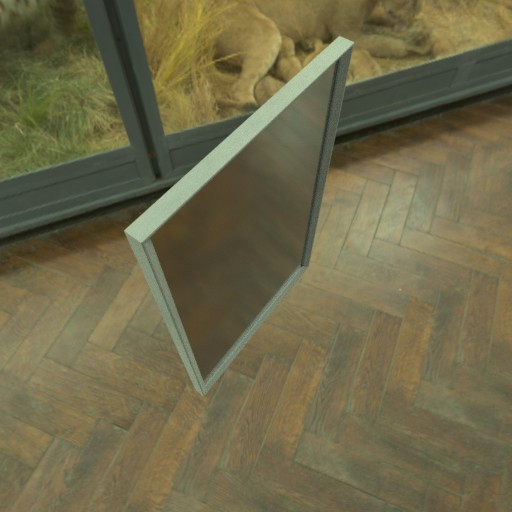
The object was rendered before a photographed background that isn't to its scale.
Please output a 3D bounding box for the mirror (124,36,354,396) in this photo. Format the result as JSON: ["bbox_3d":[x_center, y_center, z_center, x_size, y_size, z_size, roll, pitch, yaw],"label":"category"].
[{"bbox_3d":[0.000,0.000,1.172,0.041,0.915,0.609,33,64,18],"label":"mirror"}]
